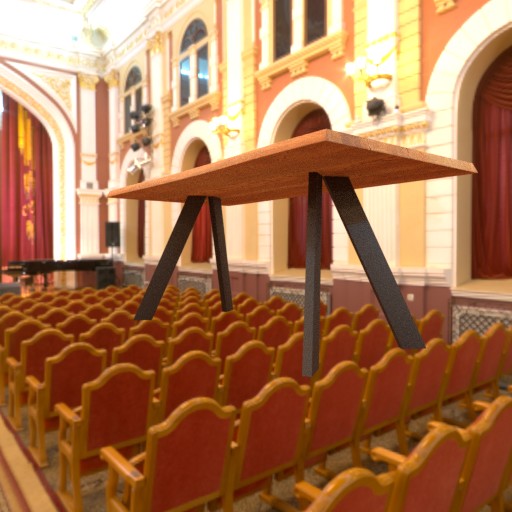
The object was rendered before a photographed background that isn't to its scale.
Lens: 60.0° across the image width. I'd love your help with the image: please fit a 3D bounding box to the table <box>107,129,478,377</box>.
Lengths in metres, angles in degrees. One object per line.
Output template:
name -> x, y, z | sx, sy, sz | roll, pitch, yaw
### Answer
table -> 0.000, 0.000, 2.250 | 0.900, 0.770, 1.800 | -1, 1, -38
